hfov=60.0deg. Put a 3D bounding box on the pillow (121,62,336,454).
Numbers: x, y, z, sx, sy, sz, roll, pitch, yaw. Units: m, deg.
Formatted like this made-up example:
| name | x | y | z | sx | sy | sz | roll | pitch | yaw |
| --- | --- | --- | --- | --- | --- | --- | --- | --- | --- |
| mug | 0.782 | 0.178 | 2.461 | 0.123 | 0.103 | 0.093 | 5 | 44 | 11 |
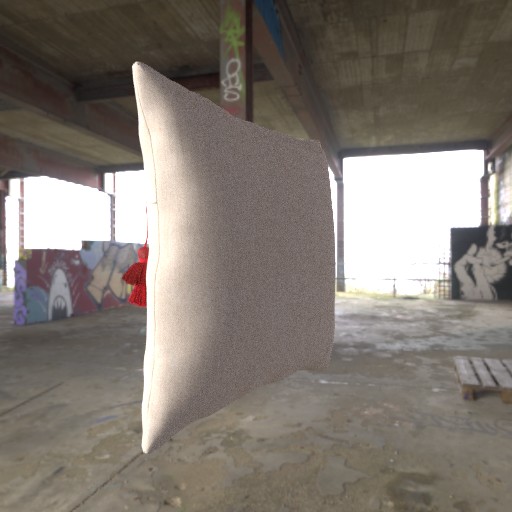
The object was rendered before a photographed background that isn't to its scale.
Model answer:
| name | x | y | z | sx | sy | sz | roll | pitch | yaw |
| --- | --- | --- | --- | --- | --- | --- | --- | --- | --- |
| pillow | 0.000 | 0.000 | 0.664 | 0.173 | 0.436 | 0.433 | 0 | 0 | 36 |
